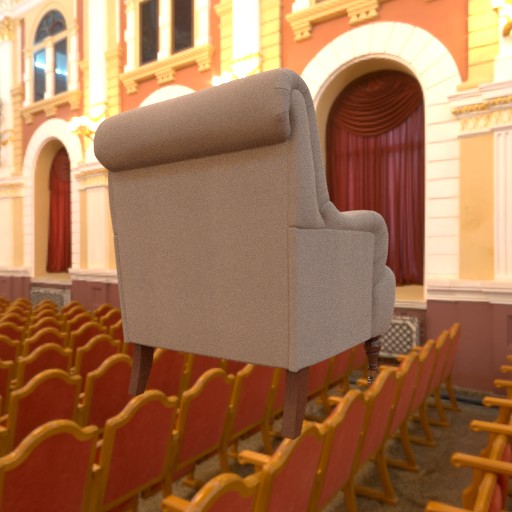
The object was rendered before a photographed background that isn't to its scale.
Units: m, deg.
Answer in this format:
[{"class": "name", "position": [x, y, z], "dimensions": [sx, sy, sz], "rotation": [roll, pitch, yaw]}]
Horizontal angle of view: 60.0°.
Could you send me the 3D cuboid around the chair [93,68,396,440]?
[{"class": "chair", "position": [0.000, 0.000, 1.558], "dimensions": [0.766, 0.942, 0.842], "rotation": [0, 0, 35]}]
